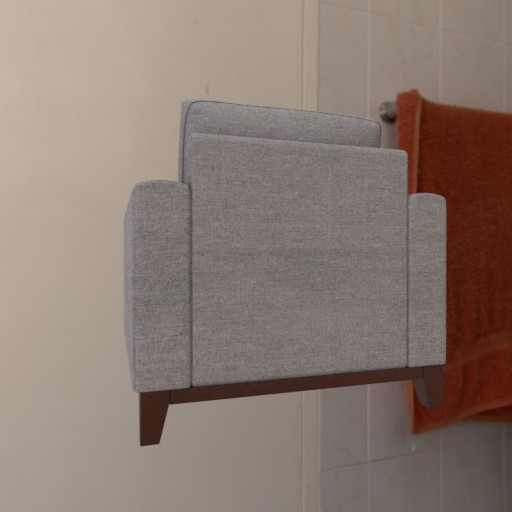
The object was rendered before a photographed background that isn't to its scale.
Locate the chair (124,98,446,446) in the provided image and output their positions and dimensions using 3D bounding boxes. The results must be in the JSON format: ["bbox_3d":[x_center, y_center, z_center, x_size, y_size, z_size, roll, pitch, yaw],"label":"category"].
[{"bbox_3d":[0.000,0.000,1.822,1.024,1.010,1.038,0,0,-18],"label":"chair"}]
